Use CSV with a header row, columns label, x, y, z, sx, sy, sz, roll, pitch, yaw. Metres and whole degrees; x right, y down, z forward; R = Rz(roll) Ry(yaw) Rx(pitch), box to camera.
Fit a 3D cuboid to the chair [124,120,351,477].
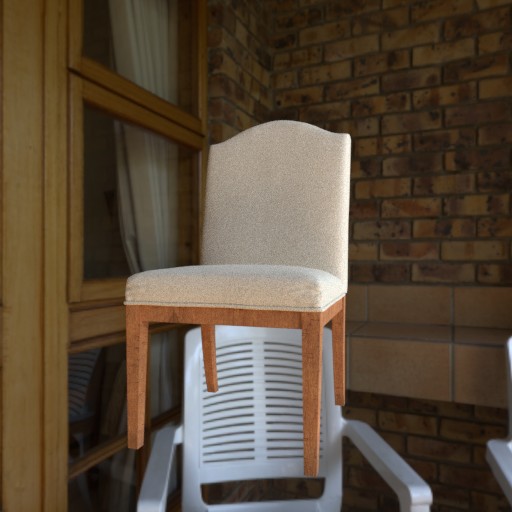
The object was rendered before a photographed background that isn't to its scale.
label,x,y,z,sx,sy,sz,roll,pitch,yaw
chair,0.000,0.000,1.397,0.534,1.012,0.648,0,0,18
